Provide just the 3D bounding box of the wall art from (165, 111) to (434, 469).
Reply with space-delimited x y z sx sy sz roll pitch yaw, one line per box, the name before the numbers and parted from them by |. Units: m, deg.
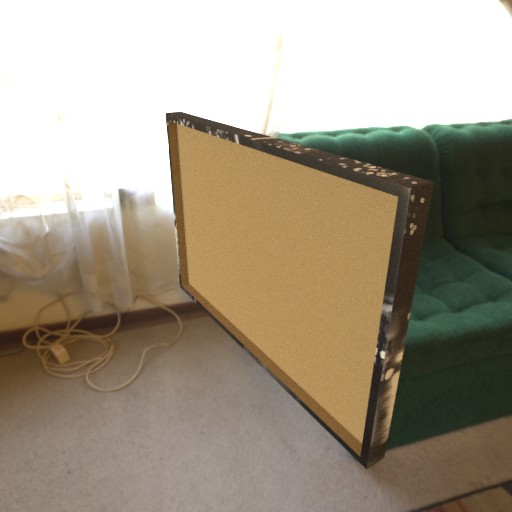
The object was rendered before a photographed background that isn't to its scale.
wall art | 0.000 0.000 0.763 0.037 0.406 0.609 -16 30 -30
